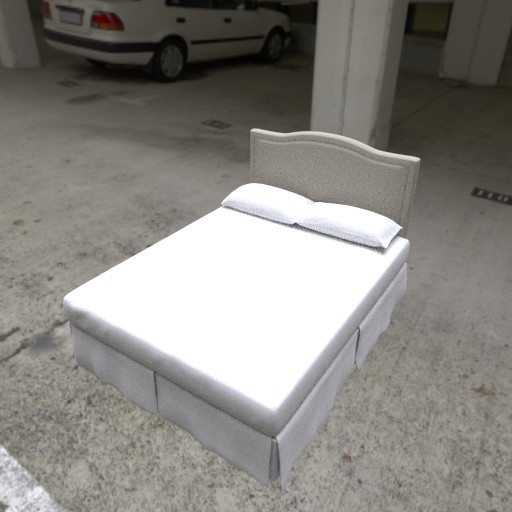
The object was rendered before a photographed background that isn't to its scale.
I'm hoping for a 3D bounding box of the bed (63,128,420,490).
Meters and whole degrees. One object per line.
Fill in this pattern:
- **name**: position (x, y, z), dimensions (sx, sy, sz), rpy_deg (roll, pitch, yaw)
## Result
- **bed**: position (0.000, 0.000, 3.584), dimensions (1.977, 1.437, 2.477), rpy_deg (19, 36, 29)
